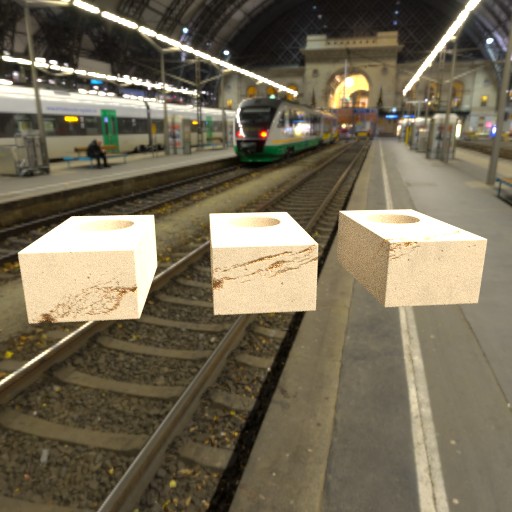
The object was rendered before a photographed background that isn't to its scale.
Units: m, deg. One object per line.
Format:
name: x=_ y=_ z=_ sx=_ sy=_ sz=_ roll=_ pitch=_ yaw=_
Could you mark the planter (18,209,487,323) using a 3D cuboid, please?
planter: x=0.000 y=0.000 z=0.380 sx=0.333 sy=0.051 sz=0.127 roll=-2 pitch=16 yaw=-6
